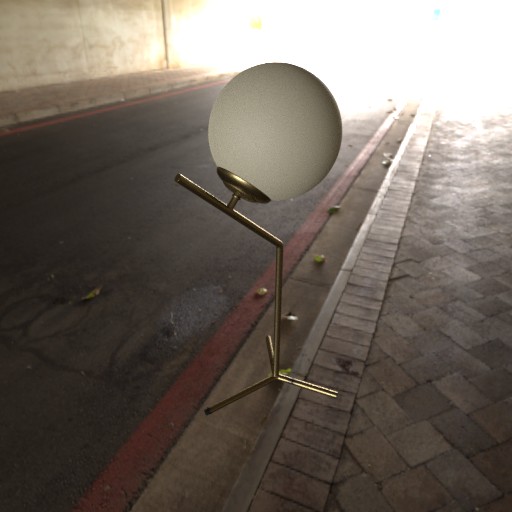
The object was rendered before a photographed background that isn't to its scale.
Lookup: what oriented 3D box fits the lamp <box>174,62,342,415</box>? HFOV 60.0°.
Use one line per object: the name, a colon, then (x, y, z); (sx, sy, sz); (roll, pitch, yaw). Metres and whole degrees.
lamp: (0.000, 0.000, 0.690); (0.251, 0.552, 0.210); (-18, 32, -31)
